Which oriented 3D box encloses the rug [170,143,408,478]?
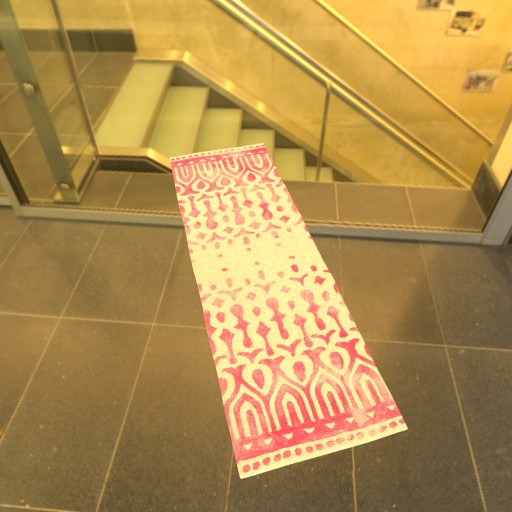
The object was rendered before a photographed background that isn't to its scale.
[{"bbox_3d":[0.000,0.000,2.729,0.787,0.011,2.458,-11,47,-10],"label":"rug"}]
